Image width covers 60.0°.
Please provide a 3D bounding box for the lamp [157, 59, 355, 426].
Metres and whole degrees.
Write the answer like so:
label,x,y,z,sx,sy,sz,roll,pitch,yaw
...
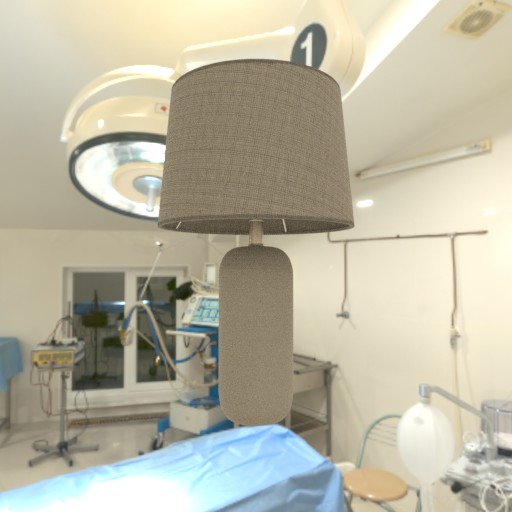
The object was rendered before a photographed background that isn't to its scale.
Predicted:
label,x,y,z,sx,sy,sz,roll,pitch,yaw
lamp,0.000,0.000,0.844,0.367,0.609,0.367,0,-1,0
